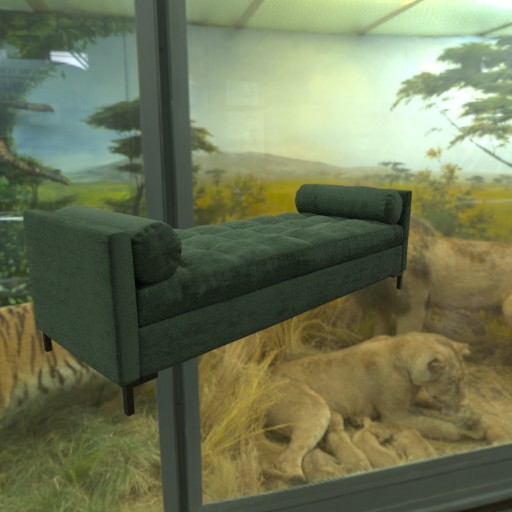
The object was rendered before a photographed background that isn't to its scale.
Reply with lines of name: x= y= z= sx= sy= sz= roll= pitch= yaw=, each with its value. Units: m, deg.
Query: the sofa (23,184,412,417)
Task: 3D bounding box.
sofa: x=0.000 y=0.000 z=2.441 sx=0.817 sy=0.681 sz=2.130 roll=13 pitch=19 yaw=43
